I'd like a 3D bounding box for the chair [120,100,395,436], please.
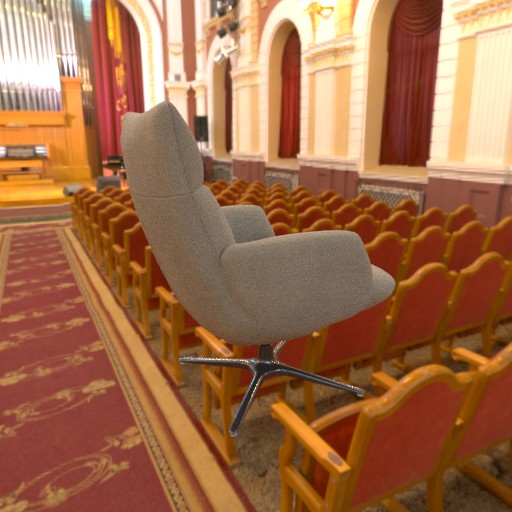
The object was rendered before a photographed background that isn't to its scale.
[{"bbox_3d":[0.000,0.000,1.630,0.889,1.016,0.711,-7,16,-26],"label":"chair"}]
